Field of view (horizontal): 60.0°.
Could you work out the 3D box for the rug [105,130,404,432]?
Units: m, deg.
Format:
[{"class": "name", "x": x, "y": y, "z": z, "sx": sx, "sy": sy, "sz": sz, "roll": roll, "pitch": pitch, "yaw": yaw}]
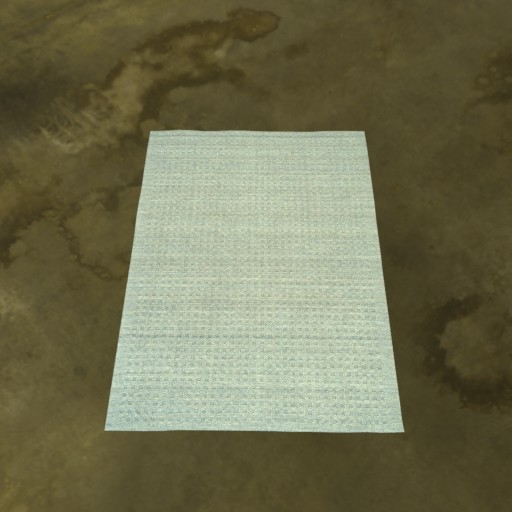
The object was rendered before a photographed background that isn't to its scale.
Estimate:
[{"class": "rug", "x": 0.000, "y": 0.000, "z": 4.318, "sx": 2.443, "sy": 0.007, "sz": 3.200, "roll": 0, "pitch": 63, "yaw": 0}]
